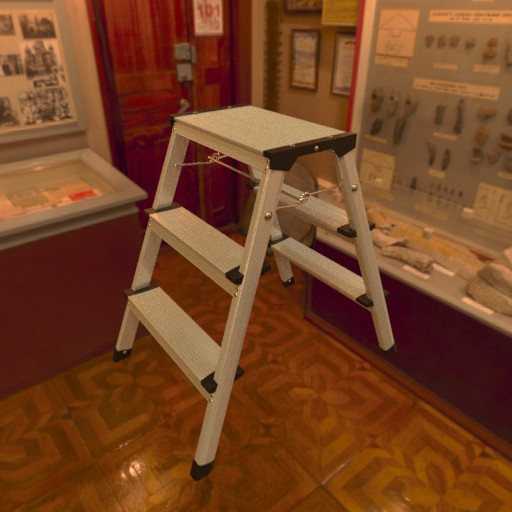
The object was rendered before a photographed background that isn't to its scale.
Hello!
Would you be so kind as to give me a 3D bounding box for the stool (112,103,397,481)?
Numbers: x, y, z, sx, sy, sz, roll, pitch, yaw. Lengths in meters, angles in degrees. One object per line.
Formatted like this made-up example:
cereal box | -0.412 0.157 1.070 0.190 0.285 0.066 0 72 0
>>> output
stool | 0.000 0.000 1.025 0.622 0.605 0.437 -21 36 -31
